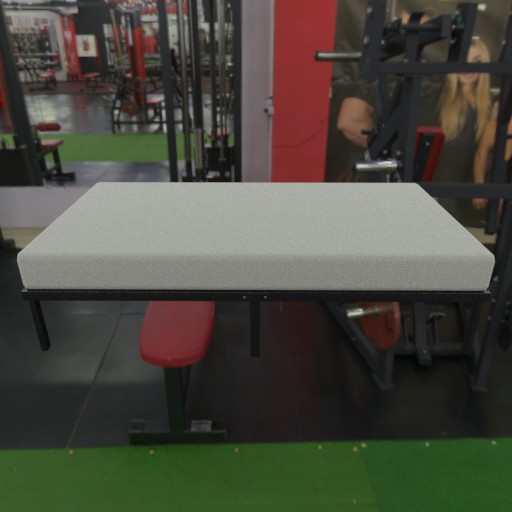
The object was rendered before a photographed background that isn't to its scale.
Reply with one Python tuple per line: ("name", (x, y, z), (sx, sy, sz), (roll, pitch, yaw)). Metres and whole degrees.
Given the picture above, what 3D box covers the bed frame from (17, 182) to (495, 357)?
("bed frame", (0.000, 0.000, 3.141), (2.635, 0.680, 1.393), (0, 26, 0))
